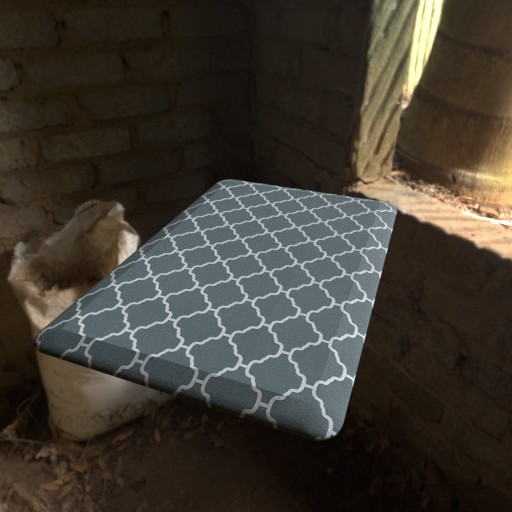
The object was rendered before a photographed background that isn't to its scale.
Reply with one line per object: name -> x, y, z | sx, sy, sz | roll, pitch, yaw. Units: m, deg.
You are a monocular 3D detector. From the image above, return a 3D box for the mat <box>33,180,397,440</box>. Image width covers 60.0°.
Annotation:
mat -> 0.000, 0.000, 0.931 | 0.508, 0.021, 0.762 | 11, 33, 18
